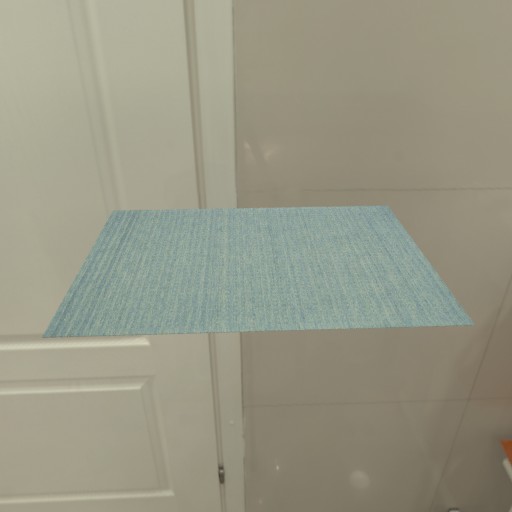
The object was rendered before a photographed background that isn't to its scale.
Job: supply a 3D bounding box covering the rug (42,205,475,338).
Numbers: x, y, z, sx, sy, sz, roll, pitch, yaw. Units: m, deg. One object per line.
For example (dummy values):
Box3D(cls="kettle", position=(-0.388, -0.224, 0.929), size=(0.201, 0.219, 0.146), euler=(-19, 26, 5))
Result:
Box3D(cls="rug", position=(0.000, 0.000, 3.814), size=(2.895, 0.006, 1.982), euler=(-1, 31, -2))
